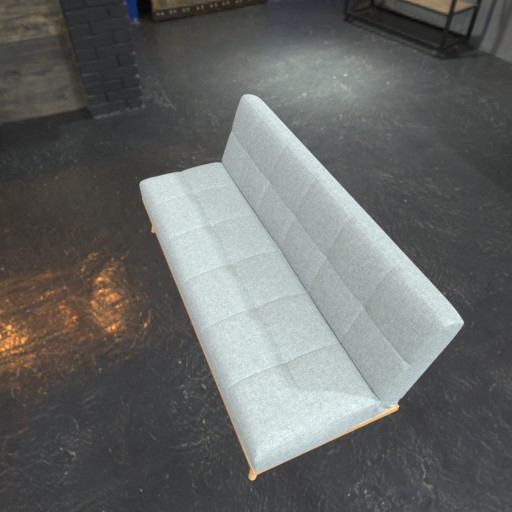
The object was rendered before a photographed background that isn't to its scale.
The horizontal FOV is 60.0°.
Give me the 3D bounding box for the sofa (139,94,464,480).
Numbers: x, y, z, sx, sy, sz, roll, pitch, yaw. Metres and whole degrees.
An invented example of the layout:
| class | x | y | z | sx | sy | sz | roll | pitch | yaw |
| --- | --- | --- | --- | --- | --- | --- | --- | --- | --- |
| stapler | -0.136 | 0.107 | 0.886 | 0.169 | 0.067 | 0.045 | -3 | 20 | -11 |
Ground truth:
| class | x | y | z | sx | sy | sz | roll | pitch | yaw |
| --- | --- | --- | --- | --- | --- | --- | --- | --- | --- |
| sofa | 0.000 | 0.000 | 2.227 | 0.800 | 0.800 | 1.820 | -17 | 49 | -16 |
